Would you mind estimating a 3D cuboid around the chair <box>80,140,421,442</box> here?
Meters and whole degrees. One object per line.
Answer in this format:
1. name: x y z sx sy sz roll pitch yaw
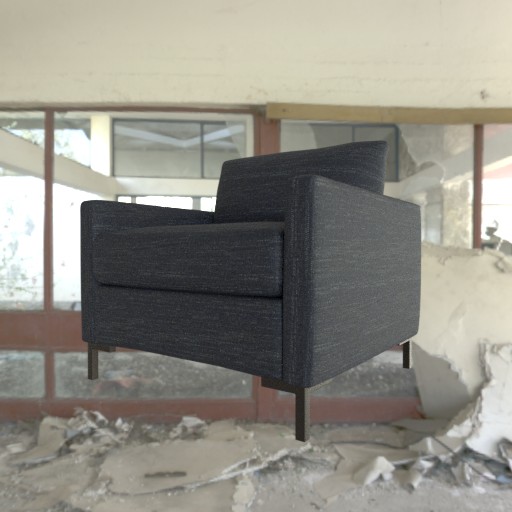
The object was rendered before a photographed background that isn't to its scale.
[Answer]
1. chair: 0.000 0.000 1.613 0.963 0.861 0.866 1 1 36
